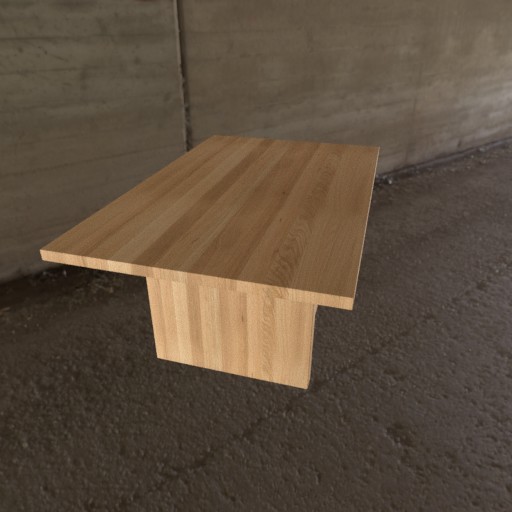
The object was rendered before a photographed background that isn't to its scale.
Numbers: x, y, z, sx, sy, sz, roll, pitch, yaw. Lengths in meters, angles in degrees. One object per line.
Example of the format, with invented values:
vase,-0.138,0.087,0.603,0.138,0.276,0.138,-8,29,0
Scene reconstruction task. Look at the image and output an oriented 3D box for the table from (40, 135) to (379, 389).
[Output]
table,0.000,0.000,1.501,0.700,0.510,1.100,8,30,14
